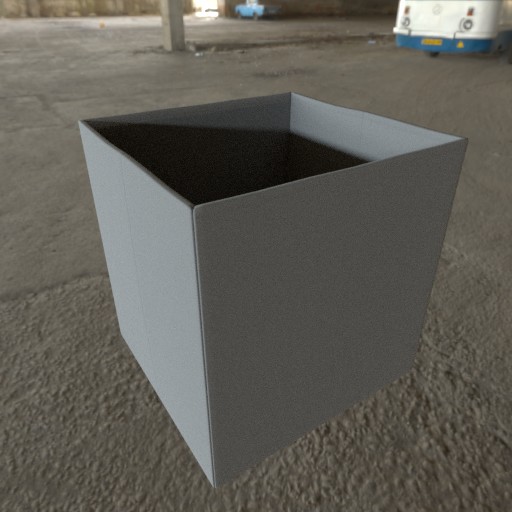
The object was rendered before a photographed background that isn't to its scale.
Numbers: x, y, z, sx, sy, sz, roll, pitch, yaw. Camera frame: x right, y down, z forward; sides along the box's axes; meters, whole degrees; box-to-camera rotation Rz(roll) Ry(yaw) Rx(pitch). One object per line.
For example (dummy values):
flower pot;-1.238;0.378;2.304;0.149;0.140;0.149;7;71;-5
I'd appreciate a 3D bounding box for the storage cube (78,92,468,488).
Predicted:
storage cube;0.000;0.000;0.484;0.270;0.280;0.270;-19;35;-28
